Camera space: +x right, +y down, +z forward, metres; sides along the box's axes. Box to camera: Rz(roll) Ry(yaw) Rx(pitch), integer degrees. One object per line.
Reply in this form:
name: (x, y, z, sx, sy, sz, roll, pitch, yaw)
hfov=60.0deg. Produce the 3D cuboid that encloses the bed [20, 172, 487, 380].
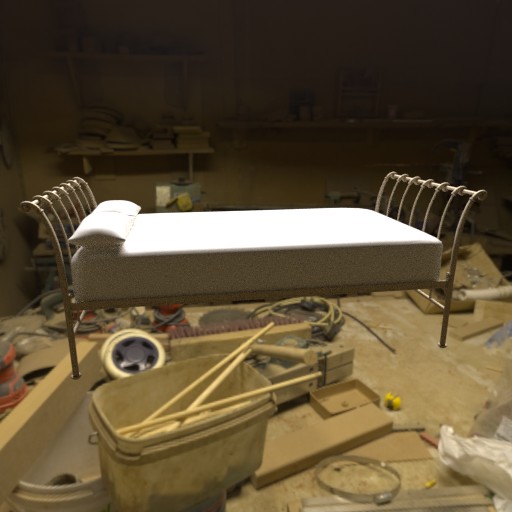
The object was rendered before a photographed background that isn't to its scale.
bed: (0.000, 0.000, 2.666, 2.228, 0.873, 1.032, -3, 16, -9)
